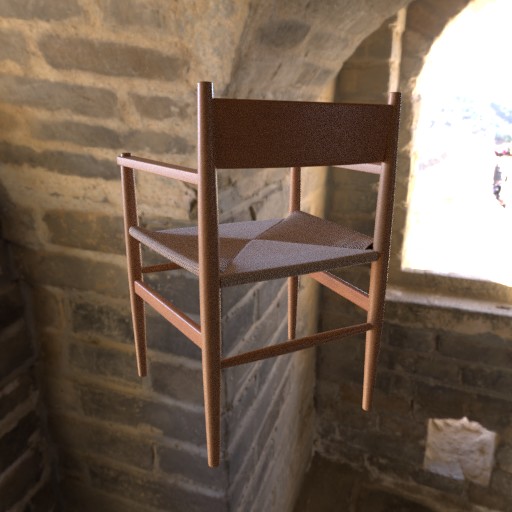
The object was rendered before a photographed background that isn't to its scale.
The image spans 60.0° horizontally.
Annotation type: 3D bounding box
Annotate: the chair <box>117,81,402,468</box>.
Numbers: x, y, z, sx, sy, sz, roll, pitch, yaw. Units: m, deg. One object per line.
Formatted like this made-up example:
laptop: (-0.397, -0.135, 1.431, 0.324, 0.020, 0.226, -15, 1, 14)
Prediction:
chair: (0.000, 0.000, 1.117, 0.556, 0.762, 0.495, -8, 18, -27)
